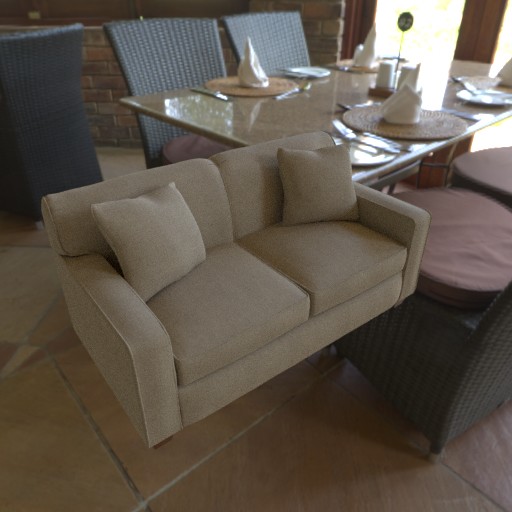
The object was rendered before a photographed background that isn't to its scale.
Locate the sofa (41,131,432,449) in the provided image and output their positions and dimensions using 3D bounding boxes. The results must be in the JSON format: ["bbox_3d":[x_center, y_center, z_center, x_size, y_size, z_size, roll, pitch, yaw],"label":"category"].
[{"bbox_3d":[0.000,0.000,2.435,1.846,0.958,0.998,-22,38,-31],"label":"sofa"}]
